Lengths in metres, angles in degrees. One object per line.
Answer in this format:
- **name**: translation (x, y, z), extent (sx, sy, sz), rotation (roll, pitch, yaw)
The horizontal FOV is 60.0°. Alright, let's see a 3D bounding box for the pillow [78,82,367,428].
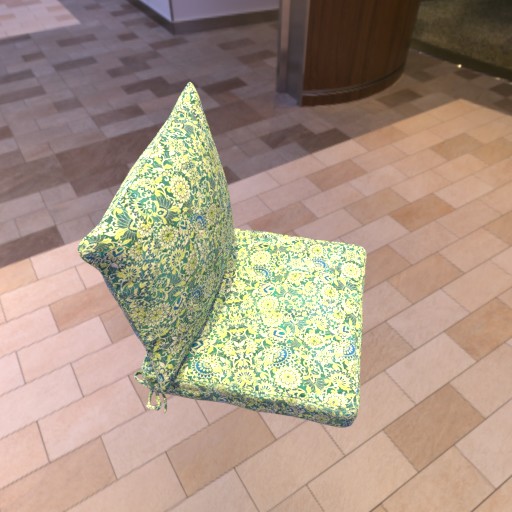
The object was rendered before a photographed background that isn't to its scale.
- **pillow**: translation (0.000, 0.000, 1.363), extent (0.740, 0.722, 0.798), rotation (8, 47, 8)
